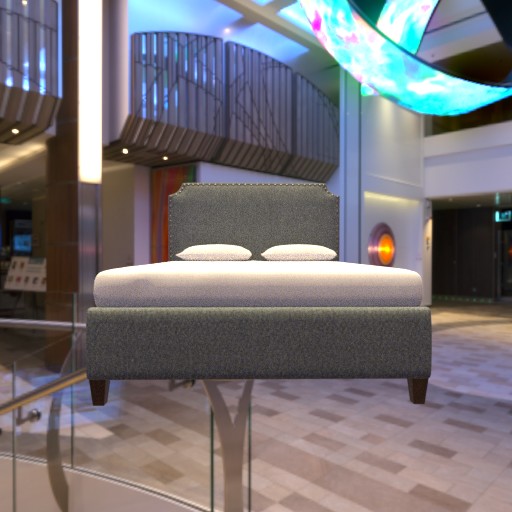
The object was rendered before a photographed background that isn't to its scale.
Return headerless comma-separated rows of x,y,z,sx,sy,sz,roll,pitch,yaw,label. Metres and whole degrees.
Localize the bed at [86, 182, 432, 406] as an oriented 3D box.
0.000,0.000,3.313,1.712,1.443,2.372,0,1,-1,bed
